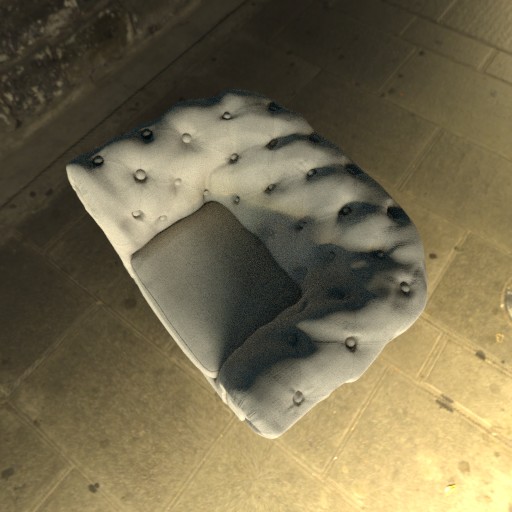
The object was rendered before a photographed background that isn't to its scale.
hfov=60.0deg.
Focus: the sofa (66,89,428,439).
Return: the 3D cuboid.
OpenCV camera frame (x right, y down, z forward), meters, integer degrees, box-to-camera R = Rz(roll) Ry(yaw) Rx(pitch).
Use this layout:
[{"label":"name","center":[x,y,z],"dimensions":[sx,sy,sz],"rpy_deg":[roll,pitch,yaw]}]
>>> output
[{"label":"sofa","center":[0.000,0.000,2.056],"dimensions":[1.034,0.878,1.405],"rpy_deg":[-35,68,-16]}]
